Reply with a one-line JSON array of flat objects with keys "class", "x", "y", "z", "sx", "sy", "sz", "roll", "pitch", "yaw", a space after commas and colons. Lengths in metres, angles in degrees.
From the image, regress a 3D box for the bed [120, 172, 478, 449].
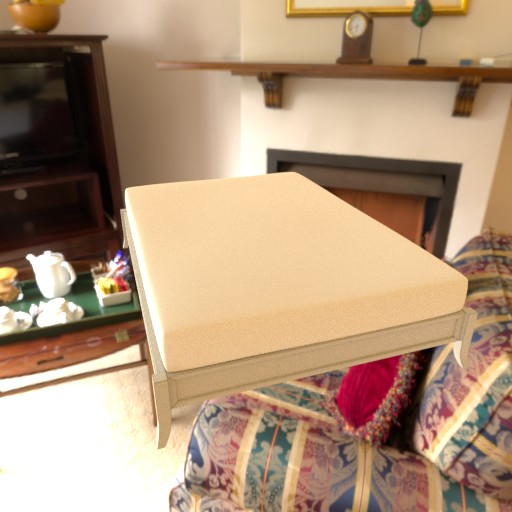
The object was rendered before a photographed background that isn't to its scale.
[{"class": "bed", "x": 0.000, "y": 0.000, "z": 2.626, "sx": 1.460, "sy": 0.510, "sz": 1.985, "roll": -8, "pitch": 26, "yaw": -17}]
